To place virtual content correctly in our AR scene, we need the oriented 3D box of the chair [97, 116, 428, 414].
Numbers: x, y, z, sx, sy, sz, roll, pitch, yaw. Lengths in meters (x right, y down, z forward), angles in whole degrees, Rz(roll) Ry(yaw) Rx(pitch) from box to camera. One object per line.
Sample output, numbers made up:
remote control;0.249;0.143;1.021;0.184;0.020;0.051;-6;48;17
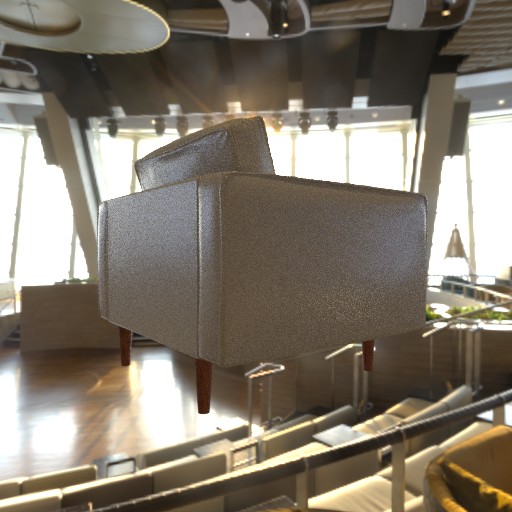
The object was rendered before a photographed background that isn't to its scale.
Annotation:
chair;0.000;0.000;1.560;0.843;0.773;0.928;-1;2;-37
